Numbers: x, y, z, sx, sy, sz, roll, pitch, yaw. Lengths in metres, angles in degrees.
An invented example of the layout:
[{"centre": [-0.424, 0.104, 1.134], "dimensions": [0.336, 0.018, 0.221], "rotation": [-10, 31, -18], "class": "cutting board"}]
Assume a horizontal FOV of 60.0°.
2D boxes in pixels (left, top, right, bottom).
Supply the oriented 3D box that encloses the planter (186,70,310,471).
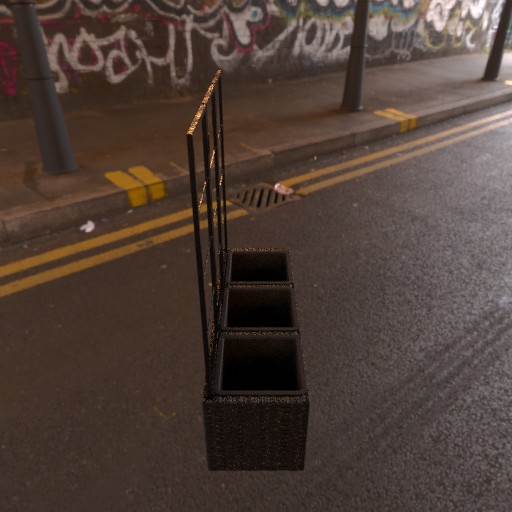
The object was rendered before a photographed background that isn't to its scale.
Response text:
[{"centre": [0.000, 0.000, 1.195], "dimensions": [0.244, 0.841, 0.698], "rotation": [0, 31, 0], "class": "planter"}]
